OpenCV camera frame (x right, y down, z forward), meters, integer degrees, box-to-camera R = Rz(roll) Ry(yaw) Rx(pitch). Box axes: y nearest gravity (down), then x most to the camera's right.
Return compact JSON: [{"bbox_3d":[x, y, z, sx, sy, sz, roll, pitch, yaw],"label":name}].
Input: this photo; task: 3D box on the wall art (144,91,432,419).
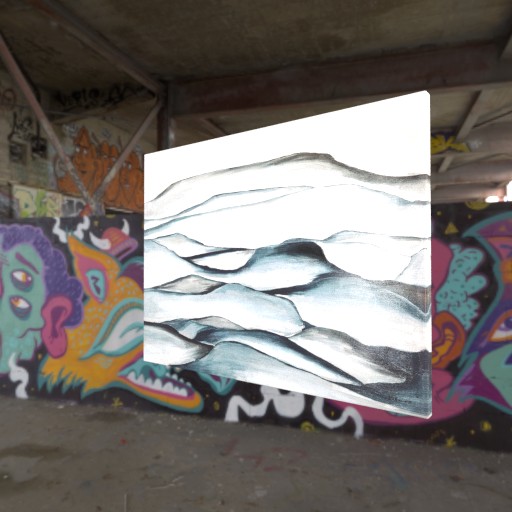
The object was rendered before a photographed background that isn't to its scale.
[{"bbox_3d":[0.000,0.000,1.613,1.219,0.915,0.039,-1,-1,37],"label":"wall art"}]
